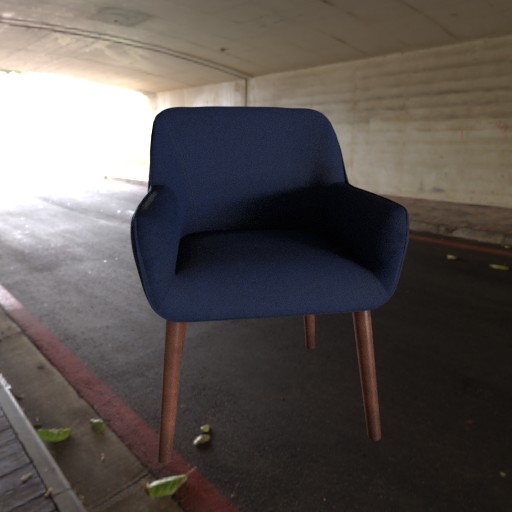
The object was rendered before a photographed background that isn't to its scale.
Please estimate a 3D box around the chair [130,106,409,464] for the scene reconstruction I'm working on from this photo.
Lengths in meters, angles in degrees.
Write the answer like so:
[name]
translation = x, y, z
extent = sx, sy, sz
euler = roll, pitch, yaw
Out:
[chair]
translation = 0.000, 0.000, 1.226
extent = 0.600, 0.820, 0.600
euler = -2, 15, -9
